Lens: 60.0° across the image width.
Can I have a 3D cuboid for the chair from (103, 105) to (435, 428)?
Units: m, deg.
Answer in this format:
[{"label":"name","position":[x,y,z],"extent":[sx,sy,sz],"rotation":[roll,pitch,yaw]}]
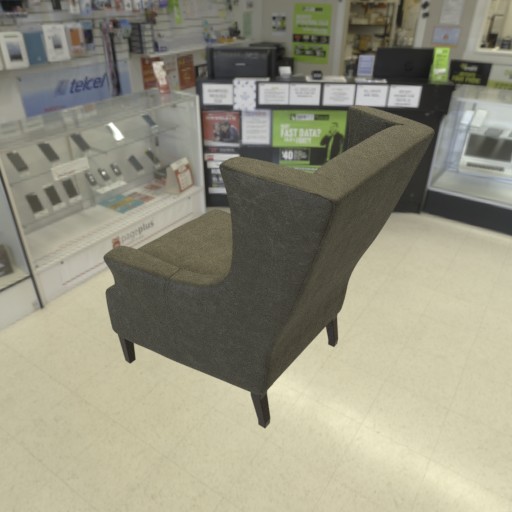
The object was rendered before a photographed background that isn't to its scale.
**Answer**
[{"label":"chair","position":[0.000,0.000,1.656],"extent":[0.926,1.016,0.853],"rotation":[21,38,30]}]
